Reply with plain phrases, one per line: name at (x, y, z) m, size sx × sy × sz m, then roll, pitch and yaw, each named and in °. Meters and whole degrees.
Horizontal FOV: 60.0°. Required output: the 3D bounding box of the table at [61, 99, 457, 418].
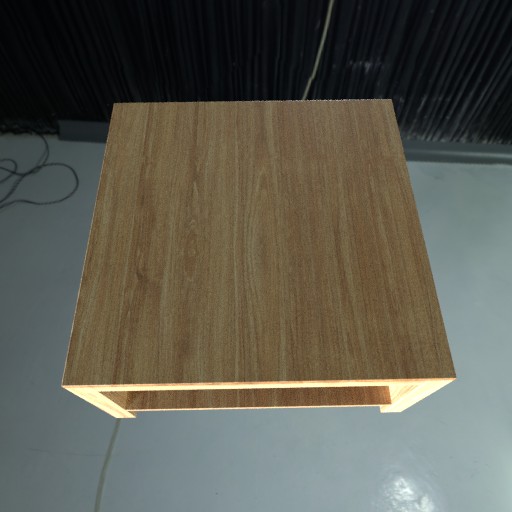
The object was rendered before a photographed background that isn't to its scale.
table at (0.000, 0.000, 1.421) m, size 0.900 × 0.450 × 0.900 m, roll -1°, pitch 61°, yaw -1°
